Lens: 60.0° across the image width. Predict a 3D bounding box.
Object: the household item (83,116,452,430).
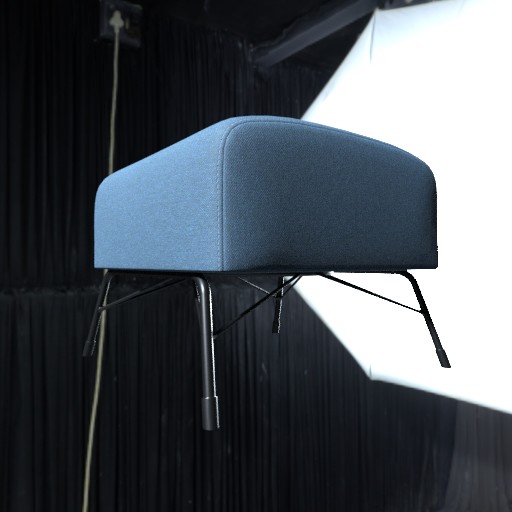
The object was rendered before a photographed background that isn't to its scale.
[{"bbox_3d":[0.000,0.000,0.888,0.530,0.420,0.530,1,-1,-36],"label":"household item"}]
